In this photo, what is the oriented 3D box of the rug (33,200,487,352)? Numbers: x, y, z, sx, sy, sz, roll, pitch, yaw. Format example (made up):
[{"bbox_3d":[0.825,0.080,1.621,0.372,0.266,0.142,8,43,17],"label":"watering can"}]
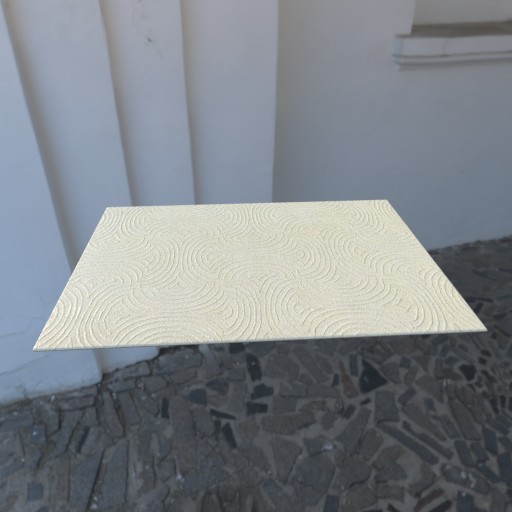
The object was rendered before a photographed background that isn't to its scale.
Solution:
[{"bbox_3d":[0.000,0.000,2.721,2.132,0.015,1.526,-2,31,-3],"label":"rug"}]
